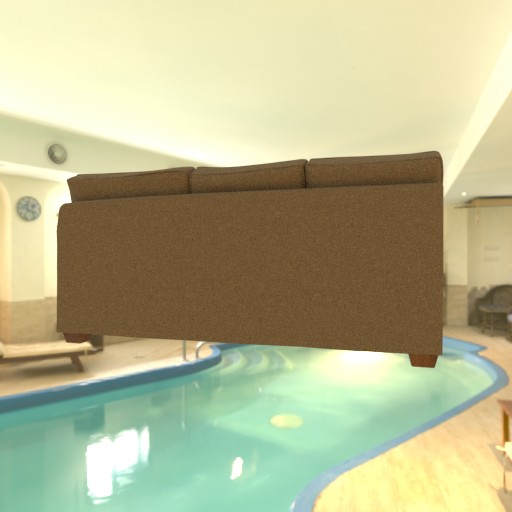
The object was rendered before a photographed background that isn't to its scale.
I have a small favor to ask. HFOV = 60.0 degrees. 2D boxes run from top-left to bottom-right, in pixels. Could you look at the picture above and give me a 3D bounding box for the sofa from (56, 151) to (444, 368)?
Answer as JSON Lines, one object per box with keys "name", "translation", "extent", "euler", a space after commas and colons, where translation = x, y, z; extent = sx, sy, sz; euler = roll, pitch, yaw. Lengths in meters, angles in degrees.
{"name": "sofa", "translation": [0.000, 0.000, 2.582], "extent": [1.963, 0.946, 1.034], "euler": [0, 0, 17]}
